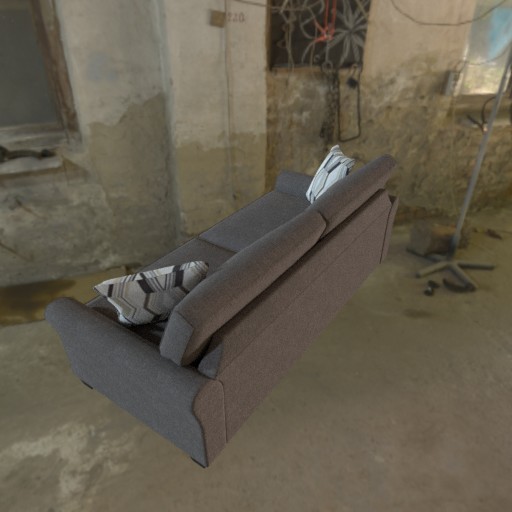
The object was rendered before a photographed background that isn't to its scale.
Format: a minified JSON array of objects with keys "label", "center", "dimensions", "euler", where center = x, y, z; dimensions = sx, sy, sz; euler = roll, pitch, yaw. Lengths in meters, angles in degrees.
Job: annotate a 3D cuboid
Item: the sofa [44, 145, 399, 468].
[{"label":"sofa","center":[0.000,0.000,2.469],"dimensions":[0.889,0.813,2.032],"euler":[20,37,29]}]
